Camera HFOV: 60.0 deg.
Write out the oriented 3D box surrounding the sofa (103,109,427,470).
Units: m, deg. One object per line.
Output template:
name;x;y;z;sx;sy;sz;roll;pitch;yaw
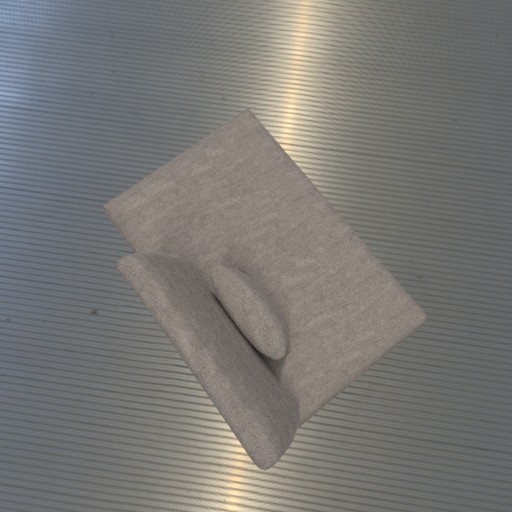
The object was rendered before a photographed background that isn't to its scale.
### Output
sofa;0.000;0.000;2.046;1.002;0.820;1.450;-36;78;-9
